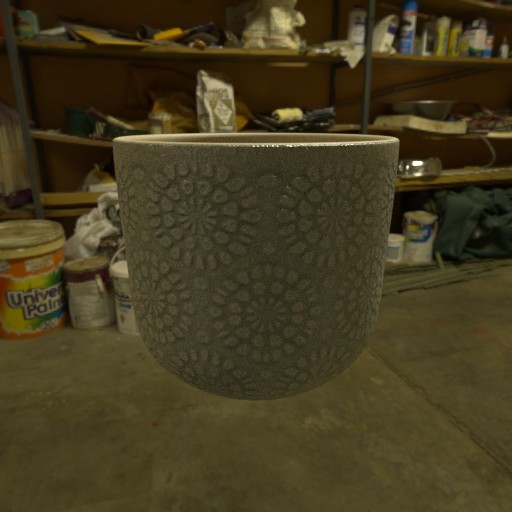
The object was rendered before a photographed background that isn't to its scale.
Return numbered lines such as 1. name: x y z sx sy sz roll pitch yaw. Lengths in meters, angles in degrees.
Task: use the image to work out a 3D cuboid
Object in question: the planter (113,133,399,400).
1. planter: 0.000 0.000 0.295 0.169 0.153 0.169 0 17 0
